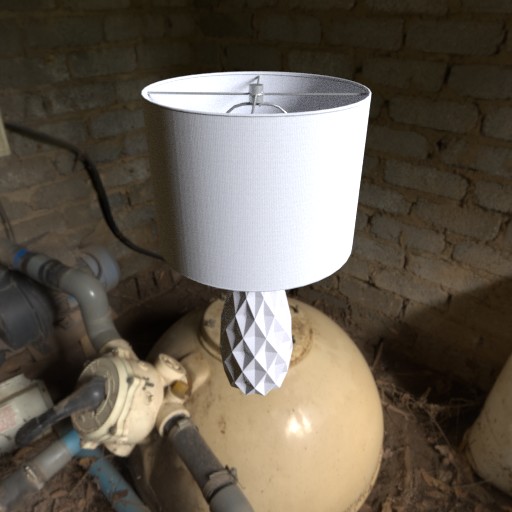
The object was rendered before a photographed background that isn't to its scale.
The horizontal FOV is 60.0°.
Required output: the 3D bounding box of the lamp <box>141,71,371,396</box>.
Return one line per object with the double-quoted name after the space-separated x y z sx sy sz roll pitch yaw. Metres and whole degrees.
0.000 0.000 0.715 0.297 0.522 0.297 0 31 0 "lamp"
